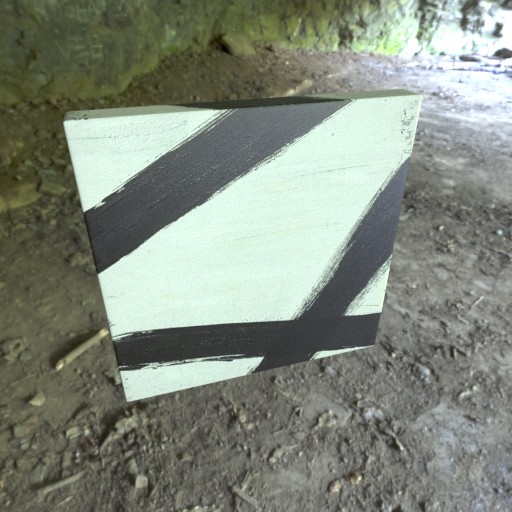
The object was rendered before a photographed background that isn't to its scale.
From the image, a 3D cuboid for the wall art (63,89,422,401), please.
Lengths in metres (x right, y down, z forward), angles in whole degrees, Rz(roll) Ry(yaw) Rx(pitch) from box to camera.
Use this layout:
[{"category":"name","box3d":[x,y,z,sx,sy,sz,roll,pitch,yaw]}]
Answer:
[{"category":"wall art","box3d":[0.000,0.000,0.754,0.507,0.508,0.050,-9,33,-14]}]
